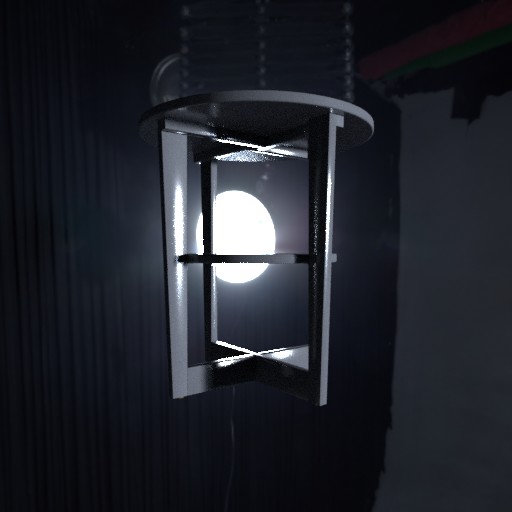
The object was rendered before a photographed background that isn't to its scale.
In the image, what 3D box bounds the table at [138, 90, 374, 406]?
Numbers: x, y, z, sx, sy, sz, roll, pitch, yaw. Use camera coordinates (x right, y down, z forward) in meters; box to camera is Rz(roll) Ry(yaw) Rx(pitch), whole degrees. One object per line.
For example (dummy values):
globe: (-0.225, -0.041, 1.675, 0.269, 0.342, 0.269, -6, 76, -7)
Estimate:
table: (0.000, 0.000, 0.977, 0.500, 0.550, 0.500, 0, 1, 0)
